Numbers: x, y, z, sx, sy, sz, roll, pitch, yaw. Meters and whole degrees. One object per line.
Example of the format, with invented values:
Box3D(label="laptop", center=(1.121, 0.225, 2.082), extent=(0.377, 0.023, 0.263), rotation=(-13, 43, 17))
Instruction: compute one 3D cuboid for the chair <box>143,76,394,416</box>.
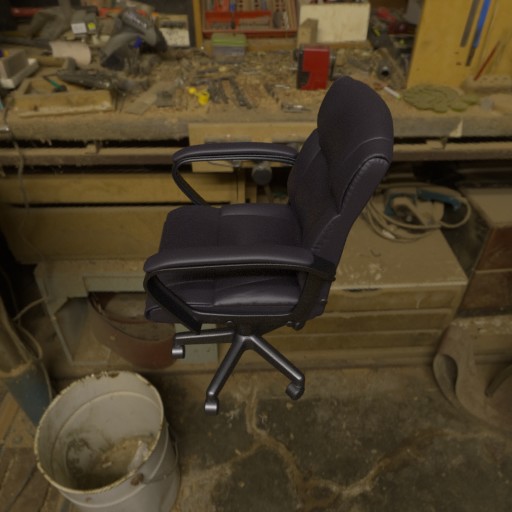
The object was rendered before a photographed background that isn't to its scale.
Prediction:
Box3D(label="chair", center=(0.000, 0.000, 1.387), extent=(0.641, 0.998, 0.576), rotation=(0, 42, 0))
